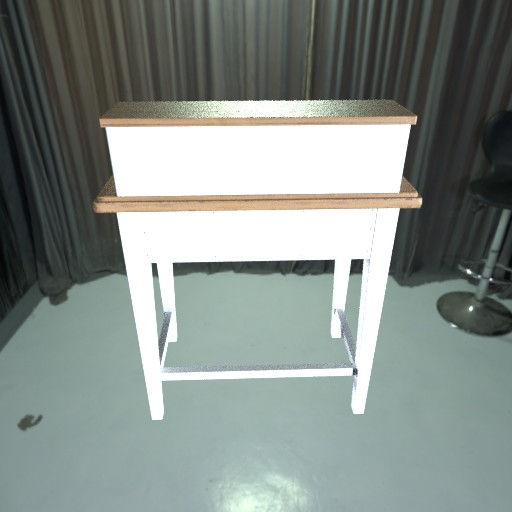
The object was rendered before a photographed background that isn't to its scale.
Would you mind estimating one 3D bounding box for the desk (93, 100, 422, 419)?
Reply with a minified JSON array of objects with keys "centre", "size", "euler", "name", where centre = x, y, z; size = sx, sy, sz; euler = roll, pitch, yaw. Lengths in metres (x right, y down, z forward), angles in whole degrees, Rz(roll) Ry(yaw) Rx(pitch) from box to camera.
[{"centre":[0.000,0.000,1.437],"size":[0.814,0.981,0.462],"euler":[-1,30,-2],"name":"desk"}]
